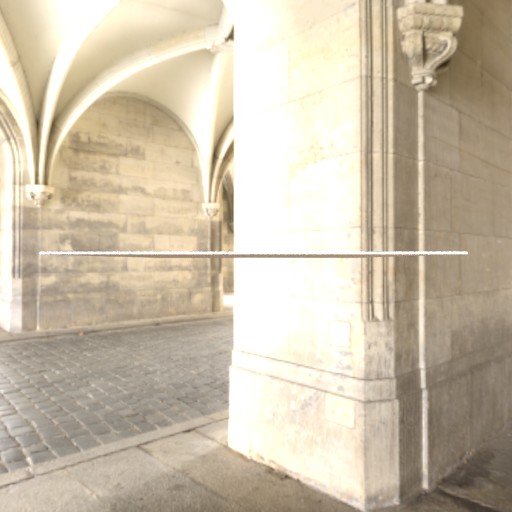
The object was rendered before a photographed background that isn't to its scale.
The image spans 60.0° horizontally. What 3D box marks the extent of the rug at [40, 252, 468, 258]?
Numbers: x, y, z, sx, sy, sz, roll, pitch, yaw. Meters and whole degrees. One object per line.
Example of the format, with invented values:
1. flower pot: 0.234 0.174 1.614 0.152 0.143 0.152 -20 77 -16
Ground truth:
1. rug: 0.000 0.000 4.050 2.457 0.015 3.049 0 -1 1
